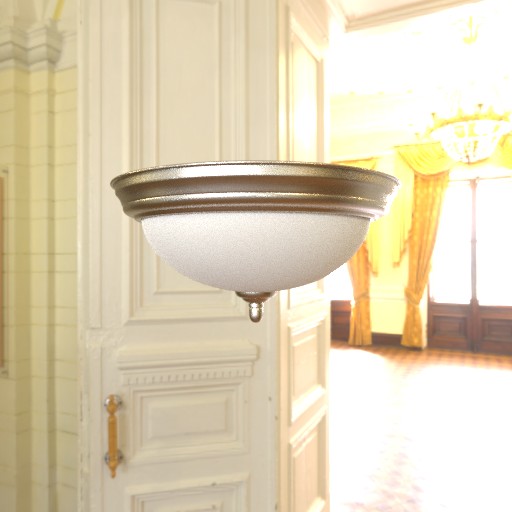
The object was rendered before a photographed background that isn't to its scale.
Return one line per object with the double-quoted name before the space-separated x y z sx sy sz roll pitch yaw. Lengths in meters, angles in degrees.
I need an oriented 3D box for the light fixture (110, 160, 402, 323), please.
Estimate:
"light fixture" 0.000 0.000 0.448 0.280 0.135 0.280 0 0 0
